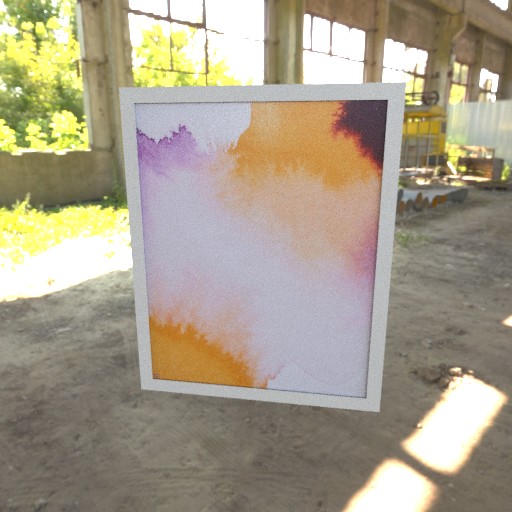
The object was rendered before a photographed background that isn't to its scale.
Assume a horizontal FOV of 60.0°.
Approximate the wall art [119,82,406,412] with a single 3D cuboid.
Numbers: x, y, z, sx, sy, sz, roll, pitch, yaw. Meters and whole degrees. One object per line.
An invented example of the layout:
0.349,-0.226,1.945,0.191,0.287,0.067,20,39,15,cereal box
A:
0.000,0.000,1.124,0.661,0.811,0.026,2,15,9,wall art
